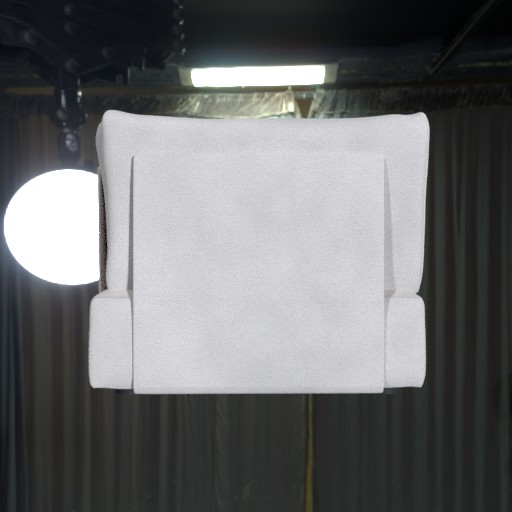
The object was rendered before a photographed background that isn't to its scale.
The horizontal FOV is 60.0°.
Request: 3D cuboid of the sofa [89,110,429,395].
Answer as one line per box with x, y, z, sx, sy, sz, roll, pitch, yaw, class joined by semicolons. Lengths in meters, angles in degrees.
0.000;0.000;1.723;1.000;0.820;1.000;0;-1;-1;sofa
